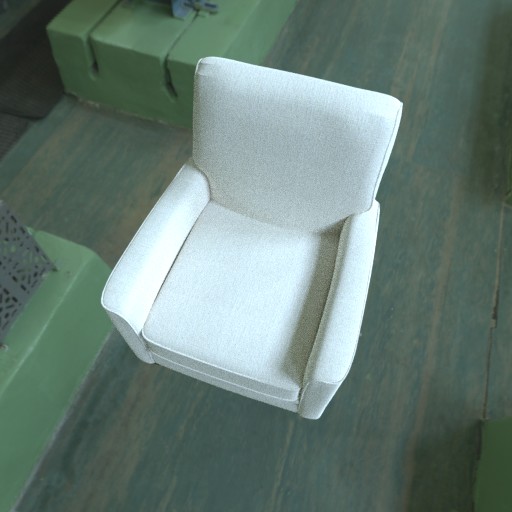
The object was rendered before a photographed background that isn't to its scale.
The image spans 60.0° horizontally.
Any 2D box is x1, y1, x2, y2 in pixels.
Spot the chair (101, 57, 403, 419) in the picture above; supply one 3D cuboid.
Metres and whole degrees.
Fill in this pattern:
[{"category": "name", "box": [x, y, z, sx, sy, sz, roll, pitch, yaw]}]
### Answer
[{"category": "chair", "box": [0.000, 0.000, 1.634, 0.841, 1.028, 0.858, 16, 61, 9]}]
